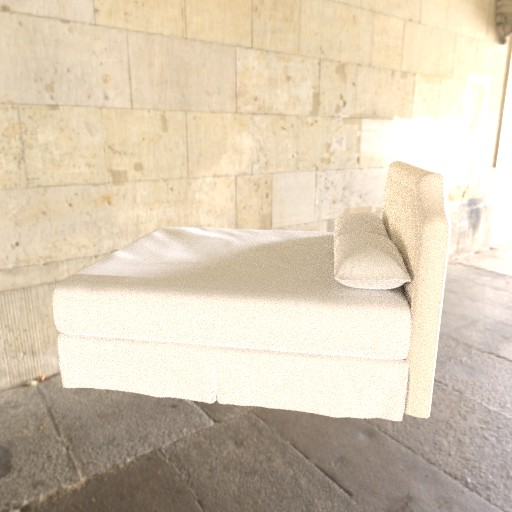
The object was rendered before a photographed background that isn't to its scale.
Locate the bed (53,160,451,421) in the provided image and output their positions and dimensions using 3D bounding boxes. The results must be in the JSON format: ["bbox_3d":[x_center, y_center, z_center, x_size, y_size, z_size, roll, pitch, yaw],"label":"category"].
[{"bbox_3d":[0.000,0.000,3.740,2.548,1.524,2.134,3,15,9],"label":"bed"}]
